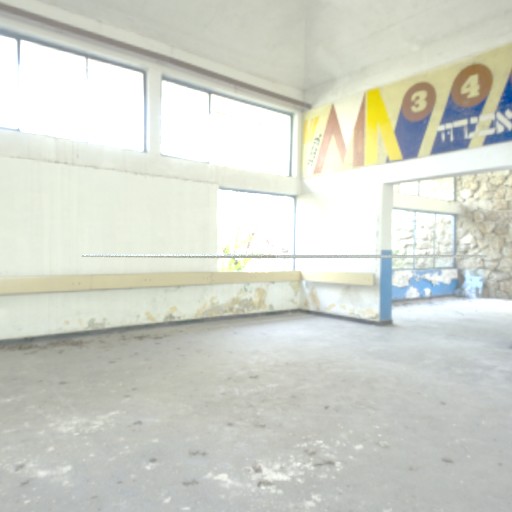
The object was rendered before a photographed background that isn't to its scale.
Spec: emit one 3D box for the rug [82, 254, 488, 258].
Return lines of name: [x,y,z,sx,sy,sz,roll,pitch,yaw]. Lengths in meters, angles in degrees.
rug: [0.000,0.000,2.254,1.217,0.011,1.747,0,0,-38]
